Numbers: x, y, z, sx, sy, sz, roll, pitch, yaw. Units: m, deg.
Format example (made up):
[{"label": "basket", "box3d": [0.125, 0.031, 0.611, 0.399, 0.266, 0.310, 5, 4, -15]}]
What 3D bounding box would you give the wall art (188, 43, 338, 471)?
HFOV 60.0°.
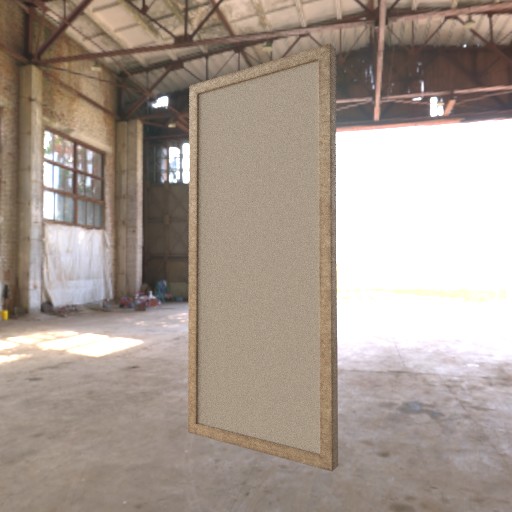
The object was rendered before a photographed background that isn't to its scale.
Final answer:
[{"label": "wall art", "box3d": [0.000, 0.000, 1.709, 0.648, 1.461, 0.051, -1, -2, 34]}]
